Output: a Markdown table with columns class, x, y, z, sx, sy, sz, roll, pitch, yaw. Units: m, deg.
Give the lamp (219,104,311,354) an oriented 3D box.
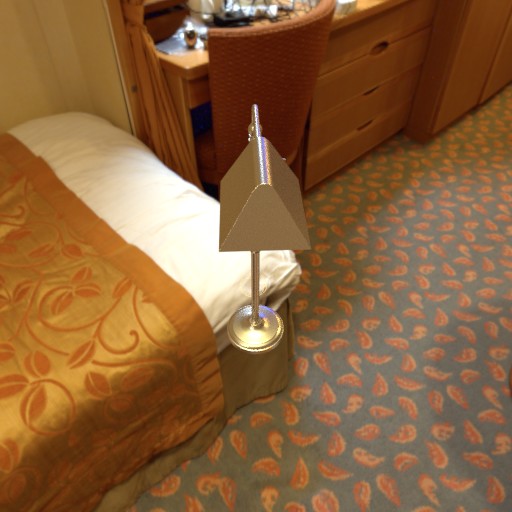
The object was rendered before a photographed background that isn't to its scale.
| class | x | y | z | sx | sy | sz | roll | pitch | yaw |
| --- | --- | --- | --- | --- | --- | --- | --- | --- | --- |
| lamp | 0.000 | 0.000 | 0.962 | 0.159 | 0.708 | 0.546 | -1 | 45 | -1 |
